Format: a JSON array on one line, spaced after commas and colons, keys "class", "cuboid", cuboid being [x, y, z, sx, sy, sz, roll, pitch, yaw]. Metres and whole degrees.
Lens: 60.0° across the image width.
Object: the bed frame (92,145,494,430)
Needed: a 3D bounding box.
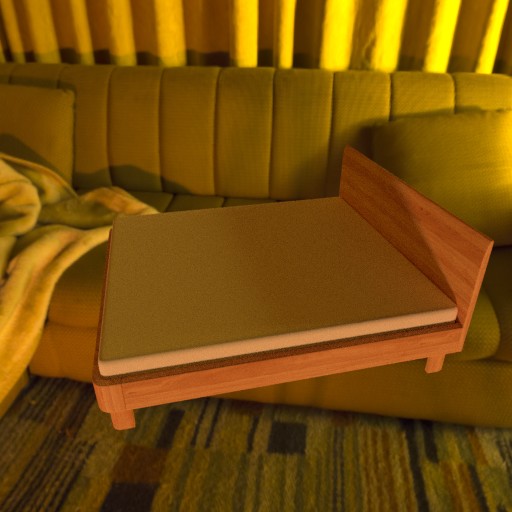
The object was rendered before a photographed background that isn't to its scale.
[{"class": "bed frame", "cuboid": [0.000, 0.000, 3.106, 2.092, 0.940, 1.872, -7, 30, -12]}]
